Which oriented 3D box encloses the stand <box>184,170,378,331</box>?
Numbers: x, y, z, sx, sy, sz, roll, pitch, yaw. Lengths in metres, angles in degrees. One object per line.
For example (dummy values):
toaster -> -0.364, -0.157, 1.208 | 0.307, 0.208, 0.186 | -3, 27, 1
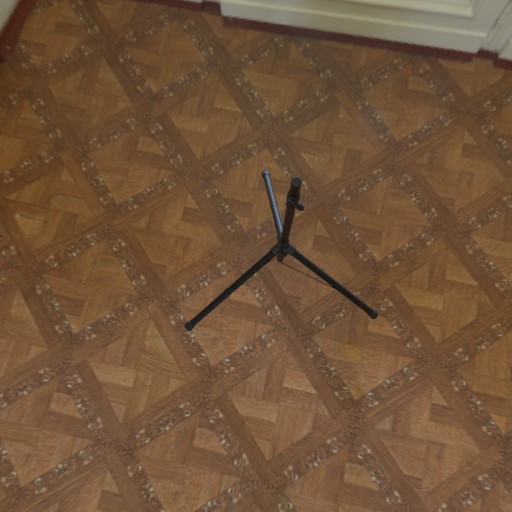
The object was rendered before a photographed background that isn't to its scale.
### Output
stand -> 0.000, 0.000, 1.902 | 0.907, 1.136, 1.045 | -33, 78, -8
